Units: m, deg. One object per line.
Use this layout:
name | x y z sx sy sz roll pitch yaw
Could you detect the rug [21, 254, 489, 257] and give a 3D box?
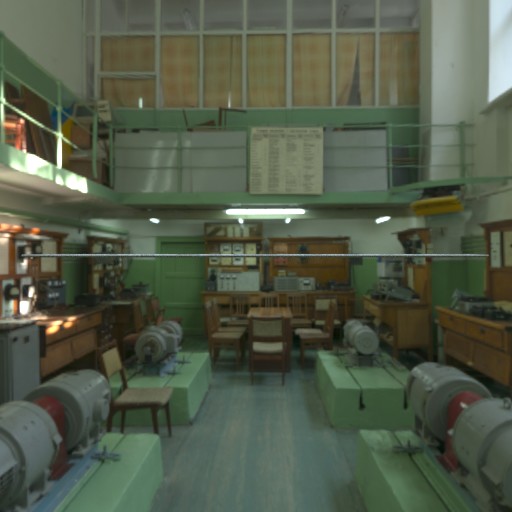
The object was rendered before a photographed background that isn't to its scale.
rug | 0.000 0.000 2.728 2.452 0.017 0.855 0 0 0
